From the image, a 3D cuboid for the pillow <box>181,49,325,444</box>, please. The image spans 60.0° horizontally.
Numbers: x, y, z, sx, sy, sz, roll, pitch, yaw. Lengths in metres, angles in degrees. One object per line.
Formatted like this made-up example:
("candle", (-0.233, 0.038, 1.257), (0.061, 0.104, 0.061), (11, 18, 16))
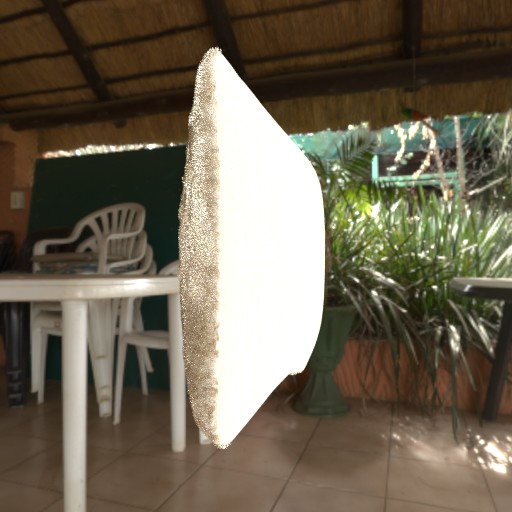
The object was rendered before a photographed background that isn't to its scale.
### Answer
("pillow", (0.000, 0.000, 0.805), (0.216, 0.525, 0.538), (0, -1, 18))
